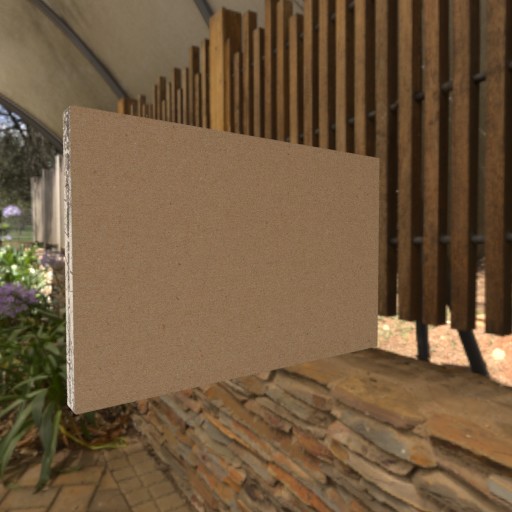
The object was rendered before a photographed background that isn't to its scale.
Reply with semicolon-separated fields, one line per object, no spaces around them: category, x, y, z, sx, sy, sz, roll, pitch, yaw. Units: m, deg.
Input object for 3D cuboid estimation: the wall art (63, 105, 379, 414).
wall art;0.000;0.000;0.770;0.618;0.398;0.042;-2;3;-36
